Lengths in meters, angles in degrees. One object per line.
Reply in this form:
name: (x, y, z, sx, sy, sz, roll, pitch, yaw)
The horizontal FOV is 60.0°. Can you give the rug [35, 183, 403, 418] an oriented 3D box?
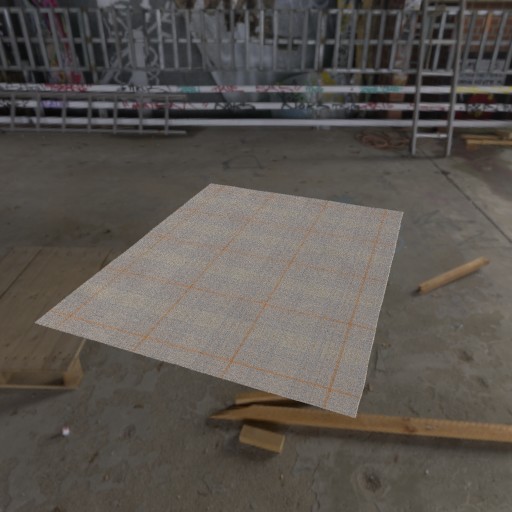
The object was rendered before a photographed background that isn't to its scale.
rug: (0.000, 0.000, 4.219, 2.448, 0.021, 3.051, 11, 33, 18)
